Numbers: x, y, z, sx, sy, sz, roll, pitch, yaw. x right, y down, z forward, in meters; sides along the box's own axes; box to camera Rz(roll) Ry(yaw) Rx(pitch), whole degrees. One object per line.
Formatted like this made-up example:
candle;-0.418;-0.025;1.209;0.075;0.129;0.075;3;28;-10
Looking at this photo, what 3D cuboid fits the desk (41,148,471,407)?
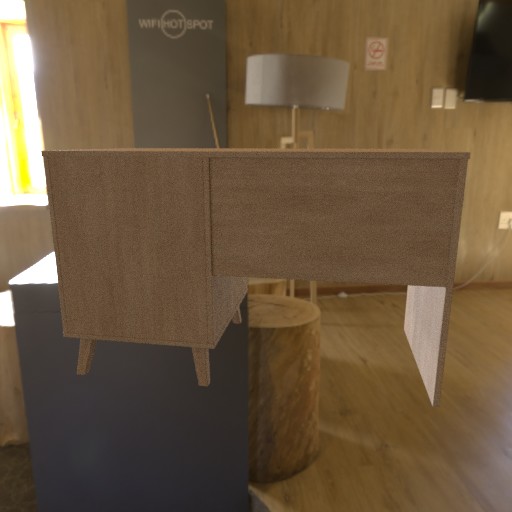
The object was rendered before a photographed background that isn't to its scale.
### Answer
desk;0.000;0.000;1.651;1.251;0.770;0.600;2;15;9
